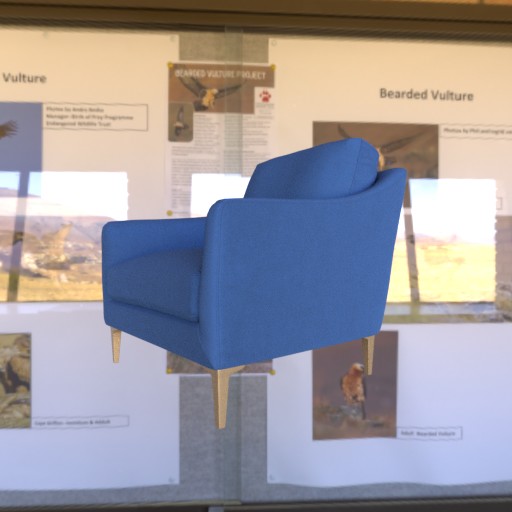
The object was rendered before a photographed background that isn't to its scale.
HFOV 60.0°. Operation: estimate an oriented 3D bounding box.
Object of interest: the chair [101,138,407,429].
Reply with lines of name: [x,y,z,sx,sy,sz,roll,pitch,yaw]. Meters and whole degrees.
chair: [0.000,0.000,1.760,0.961,0.899,0.987,0,0,-35]
